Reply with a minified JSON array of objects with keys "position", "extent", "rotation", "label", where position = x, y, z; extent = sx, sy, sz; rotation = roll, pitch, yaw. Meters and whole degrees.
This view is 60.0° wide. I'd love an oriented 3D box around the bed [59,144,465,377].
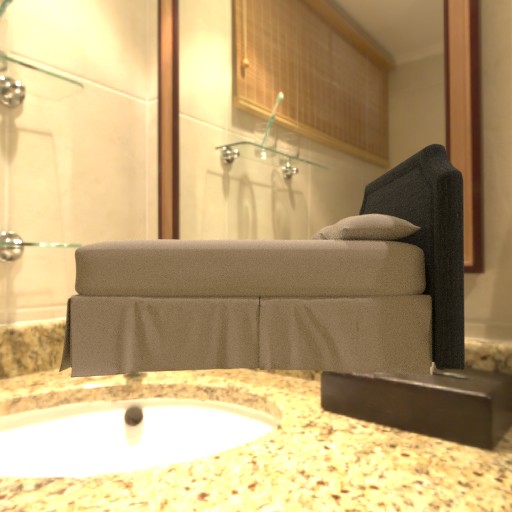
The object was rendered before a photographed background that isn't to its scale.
[{"position":[0.000,0.000,3.234],"extent":[2.208,1.297,1.828],"rotation":[0,0,-1],"label":"bed"}]
